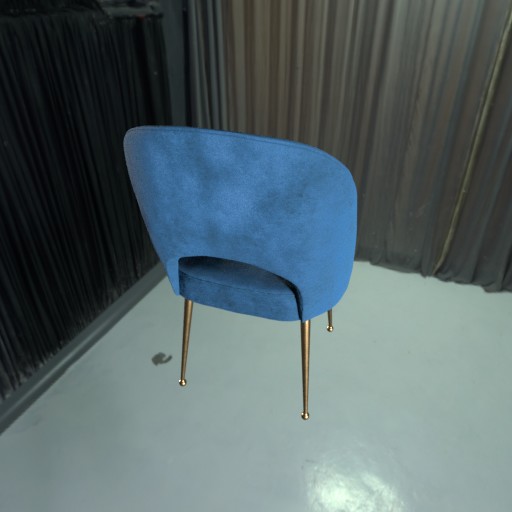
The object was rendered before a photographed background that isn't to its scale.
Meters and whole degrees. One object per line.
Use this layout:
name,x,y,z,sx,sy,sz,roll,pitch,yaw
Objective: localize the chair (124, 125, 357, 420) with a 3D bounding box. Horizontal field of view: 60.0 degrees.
chair,0.000,0.000,1.220,0.527,0.860,0.577,10,34,15
